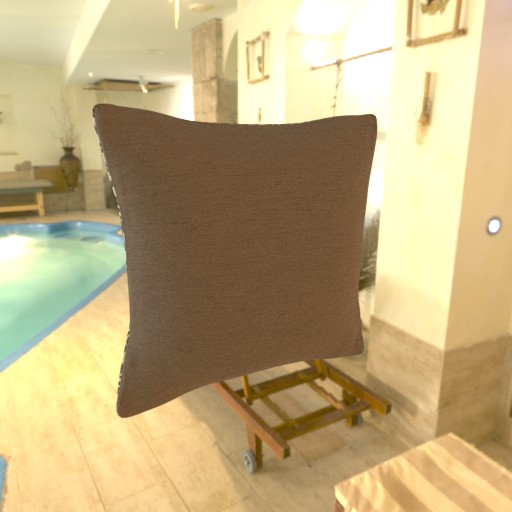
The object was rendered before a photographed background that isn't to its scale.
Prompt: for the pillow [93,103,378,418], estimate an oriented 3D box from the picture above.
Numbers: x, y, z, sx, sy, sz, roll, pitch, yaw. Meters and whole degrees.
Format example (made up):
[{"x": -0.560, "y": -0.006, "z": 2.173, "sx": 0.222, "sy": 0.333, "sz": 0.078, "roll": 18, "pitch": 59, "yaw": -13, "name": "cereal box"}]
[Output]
[{"x": 0.000, "y": 0.000, "z": 0.660, "sx": 0.436, "sy": 0.417, "sz": 0.148, "roll": -7, "pitch": 16, "yaw": -26, "name": "pillow"}]
